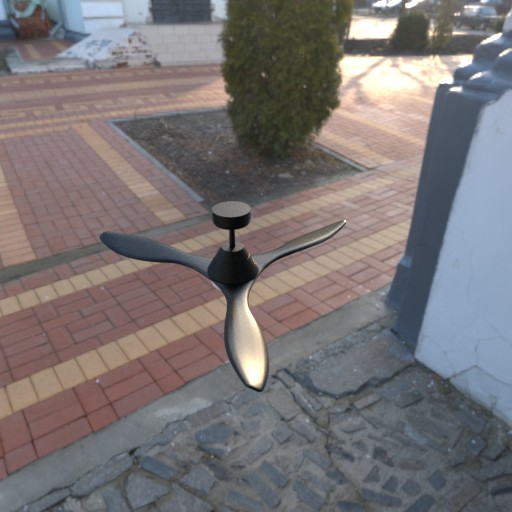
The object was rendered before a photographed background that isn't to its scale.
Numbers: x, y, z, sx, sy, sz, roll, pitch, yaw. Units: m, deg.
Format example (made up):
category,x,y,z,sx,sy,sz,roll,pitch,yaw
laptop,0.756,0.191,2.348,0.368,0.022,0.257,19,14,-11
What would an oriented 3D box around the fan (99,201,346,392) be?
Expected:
category,x,y,z,sx,sy,sz,roll,pitch,yaw
fan,0.000,0.000,1.596,1.067,0.305,1.067,-10,31,-17
